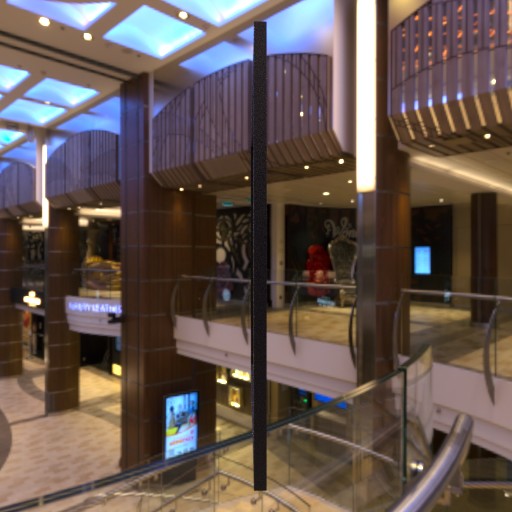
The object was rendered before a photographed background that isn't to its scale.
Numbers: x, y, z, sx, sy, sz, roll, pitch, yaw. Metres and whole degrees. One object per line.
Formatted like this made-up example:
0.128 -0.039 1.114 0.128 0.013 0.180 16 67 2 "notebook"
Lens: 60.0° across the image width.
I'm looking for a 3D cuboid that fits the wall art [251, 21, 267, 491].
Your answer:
0.000 0.000 1.166 0.022 0.807 0.807 0 0 -1 "wall art"
